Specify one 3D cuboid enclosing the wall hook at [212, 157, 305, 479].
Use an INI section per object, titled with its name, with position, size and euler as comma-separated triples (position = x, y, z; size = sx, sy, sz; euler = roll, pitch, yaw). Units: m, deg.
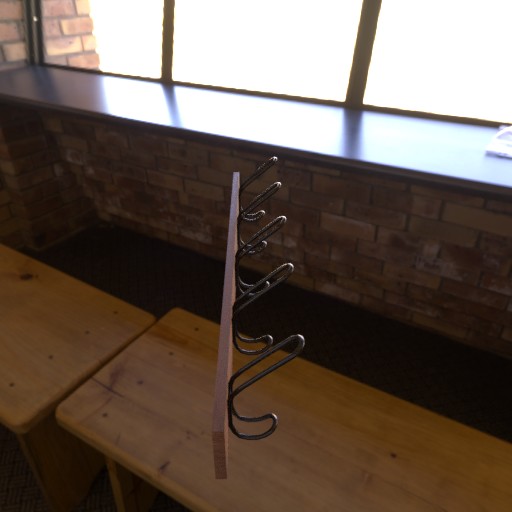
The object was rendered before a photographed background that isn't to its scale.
[wall hook]
position = 0.000, 0.000, 0.588
size = 0.076, 0.116, 0.554
euler = 0, 32, -1
